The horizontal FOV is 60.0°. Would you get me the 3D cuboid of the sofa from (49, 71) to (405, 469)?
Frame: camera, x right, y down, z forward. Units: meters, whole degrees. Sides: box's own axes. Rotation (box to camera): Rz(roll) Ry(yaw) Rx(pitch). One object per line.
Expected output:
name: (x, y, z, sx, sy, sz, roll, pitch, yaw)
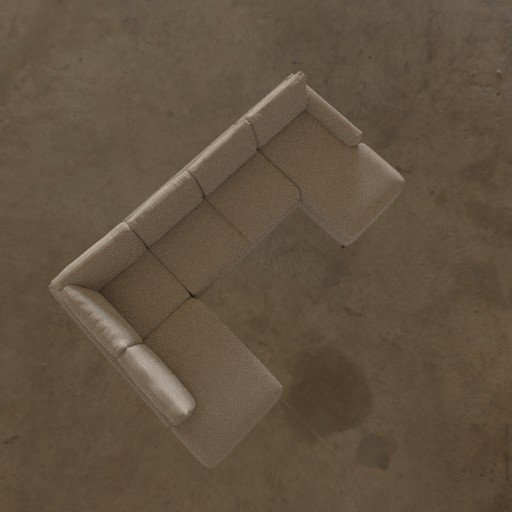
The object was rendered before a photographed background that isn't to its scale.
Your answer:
sofa: (0.000, 0.000, 3.912, 2.984, 0.862, 1.989, -44, 80, -10)
